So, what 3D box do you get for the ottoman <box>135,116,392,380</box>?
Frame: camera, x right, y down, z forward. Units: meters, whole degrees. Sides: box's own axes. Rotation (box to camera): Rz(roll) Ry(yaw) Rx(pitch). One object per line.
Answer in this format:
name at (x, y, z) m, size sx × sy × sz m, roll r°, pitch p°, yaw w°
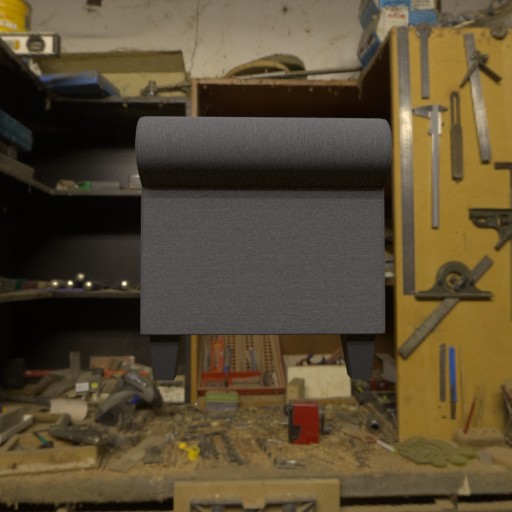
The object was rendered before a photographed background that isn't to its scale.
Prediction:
ottoman at (0.000, 0.000, 1.484) m, size 0.521 × 0.547 × 1.256 m, roll 0°, pitch -2°, yaw -2°
